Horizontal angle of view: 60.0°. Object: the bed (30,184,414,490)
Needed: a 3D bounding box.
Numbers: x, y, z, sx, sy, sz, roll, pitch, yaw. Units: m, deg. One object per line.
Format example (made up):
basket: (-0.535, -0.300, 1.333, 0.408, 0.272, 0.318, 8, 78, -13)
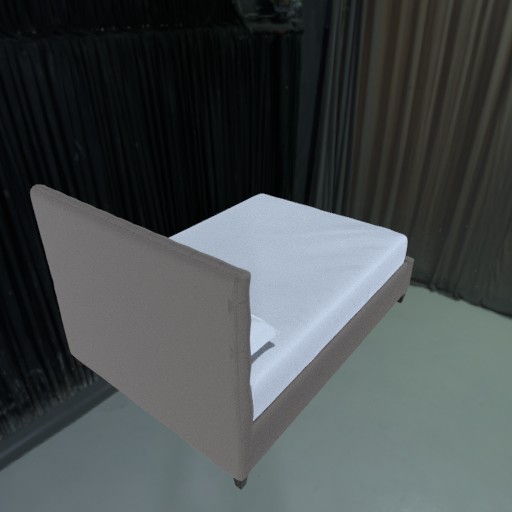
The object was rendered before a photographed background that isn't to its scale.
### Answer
bed: (0.000, 0.000, 3.386, 1.698, 1.427, 2.387, 21, 36, 33)
